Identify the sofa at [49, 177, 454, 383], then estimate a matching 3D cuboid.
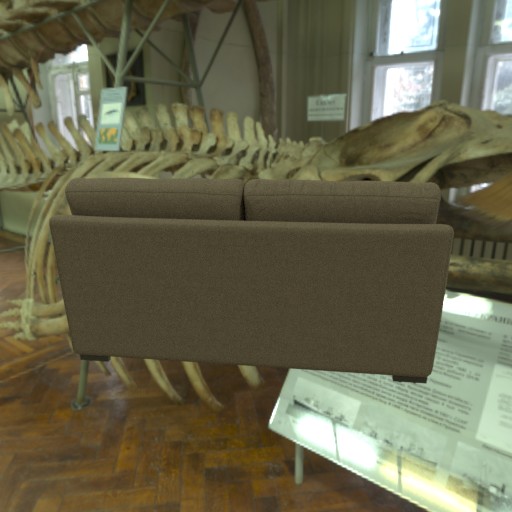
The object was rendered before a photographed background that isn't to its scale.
[{"bbox_3d":[0.000,0.000,2.544,1.869,0.950,1.140,2,16,7],"label":"sofa"}]
